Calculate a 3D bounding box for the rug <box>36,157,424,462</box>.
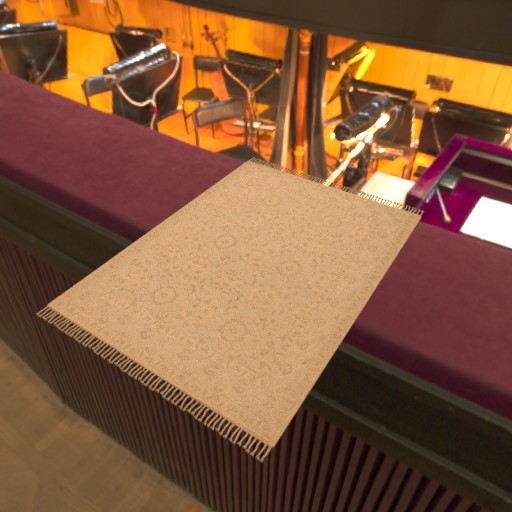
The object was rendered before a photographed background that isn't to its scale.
[{"bbox_3d":[0.000,0.000,2.311,1.223,0.015,1.771,23,45,25],"label":"rug"}]
